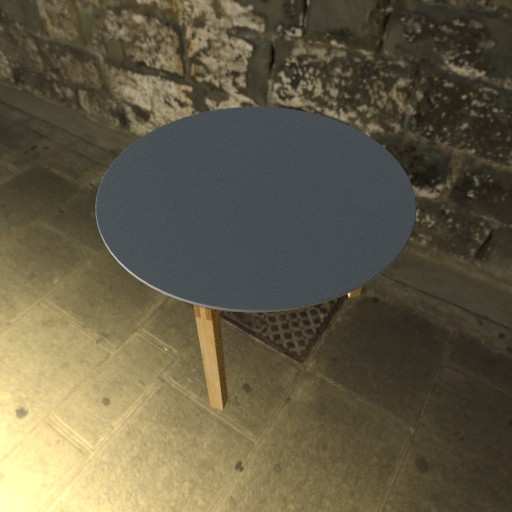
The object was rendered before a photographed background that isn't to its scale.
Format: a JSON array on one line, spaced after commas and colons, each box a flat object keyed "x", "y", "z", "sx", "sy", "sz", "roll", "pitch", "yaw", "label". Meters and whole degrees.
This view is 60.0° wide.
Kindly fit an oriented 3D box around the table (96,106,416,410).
[{"x": 0.000, "y": 0.000, "z": 1.001, "sx": 0.600, "sy": 0.405, "sz": 0.600, "roll": 0, "pitch": 47, "yaw": 0, "label": "table"}]
